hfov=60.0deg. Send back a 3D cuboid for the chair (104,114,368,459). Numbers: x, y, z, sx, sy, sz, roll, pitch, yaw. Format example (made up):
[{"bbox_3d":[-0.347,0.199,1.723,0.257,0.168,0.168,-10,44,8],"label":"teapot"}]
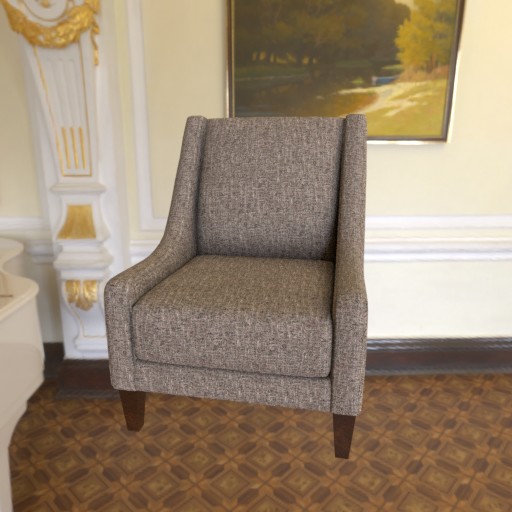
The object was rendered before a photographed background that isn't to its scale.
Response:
[{"bbox_3d":[0.000,0.000,1.601,0.774,1.014,0.870,3,15,11],"label":"chair"}]
